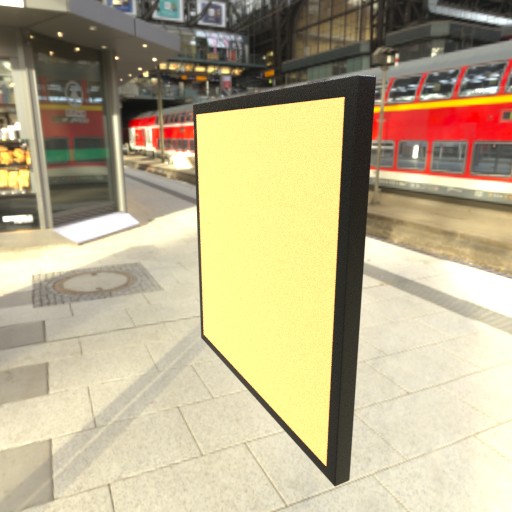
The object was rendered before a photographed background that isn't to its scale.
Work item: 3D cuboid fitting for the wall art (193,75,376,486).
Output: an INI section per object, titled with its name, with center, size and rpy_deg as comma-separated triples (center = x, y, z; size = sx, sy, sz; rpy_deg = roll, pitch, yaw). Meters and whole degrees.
[wall art]
center = 0.000, 0.000, 1.109
size = 0.038, 0.761, 0.755
rpy_deg = -8, 17, -26
